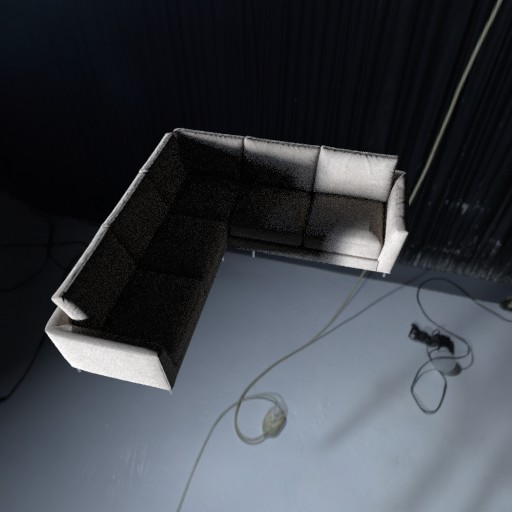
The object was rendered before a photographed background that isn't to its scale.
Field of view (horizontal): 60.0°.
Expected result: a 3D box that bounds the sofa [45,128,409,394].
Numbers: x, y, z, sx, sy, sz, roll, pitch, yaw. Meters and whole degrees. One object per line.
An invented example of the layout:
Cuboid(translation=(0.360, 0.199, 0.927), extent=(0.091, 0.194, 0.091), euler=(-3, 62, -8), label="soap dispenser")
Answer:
Cuboid(translation=(0.000, 0.000, 3.747), extent=(2.438, 0.864, 2.438), euler=(10, 48, 9), label="sofa")
